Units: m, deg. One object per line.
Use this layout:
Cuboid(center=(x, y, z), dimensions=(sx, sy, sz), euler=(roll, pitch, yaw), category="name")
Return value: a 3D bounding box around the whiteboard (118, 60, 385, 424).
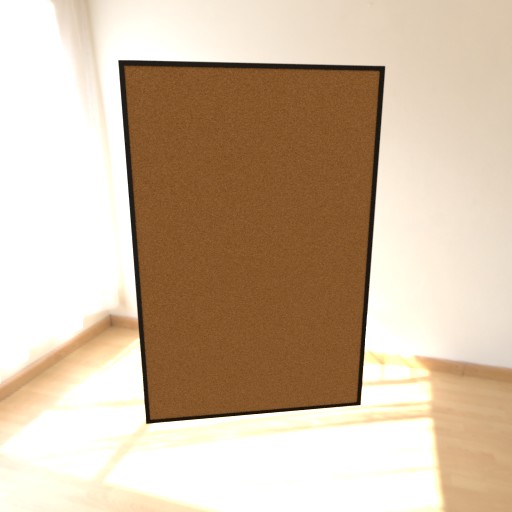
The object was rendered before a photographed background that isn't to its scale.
Cuboid(center=(0.000, 0.000, 0.761), dimensions=(0.406, 0.611, 0.026), euler=(-2, 16, -8), category="whiteboard")
